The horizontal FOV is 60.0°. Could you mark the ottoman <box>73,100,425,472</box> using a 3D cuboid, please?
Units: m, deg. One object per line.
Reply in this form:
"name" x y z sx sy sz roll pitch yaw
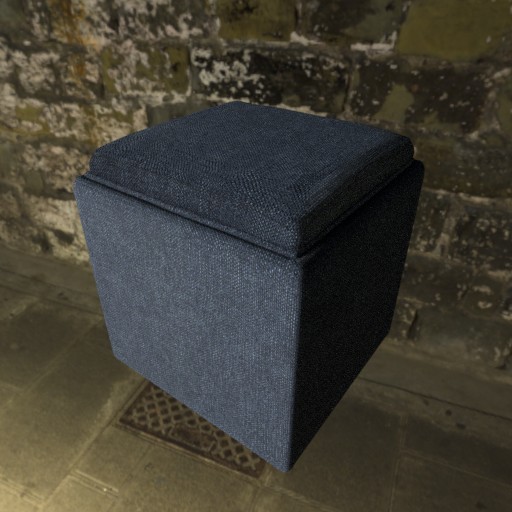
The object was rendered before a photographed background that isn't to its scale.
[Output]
"ottoman" 0.000 0.000 0.862 0.454 0.493 0.436 22 39 30
